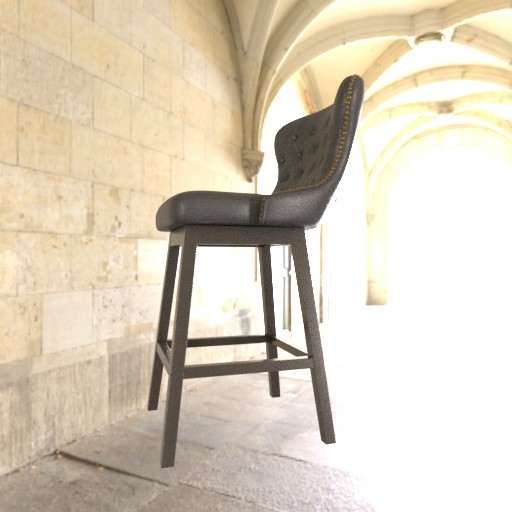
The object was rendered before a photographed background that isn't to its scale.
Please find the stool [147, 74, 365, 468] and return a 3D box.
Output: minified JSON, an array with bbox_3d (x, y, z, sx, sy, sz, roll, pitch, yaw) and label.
[{"bbox_3d":[0.000,0.000,1.306,0.593,0.971,0.528,0,0,-18],"label":"stool"}]
